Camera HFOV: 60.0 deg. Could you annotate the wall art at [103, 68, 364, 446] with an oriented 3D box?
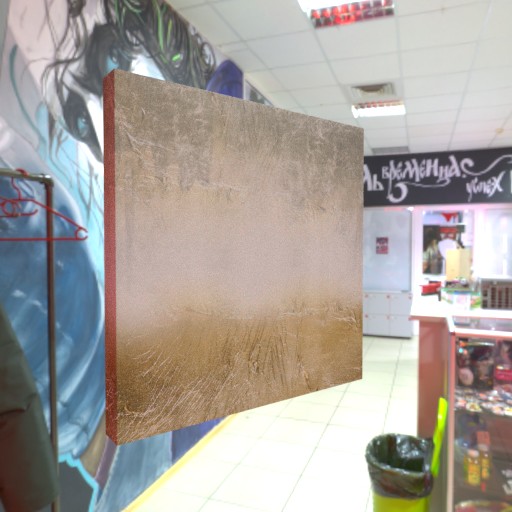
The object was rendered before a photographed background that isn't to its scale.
[{"bbox_3d":[0.000,0.000,0.613,0.405,0.407,0.038,-1,2,-37],"label":"wall art"}]
